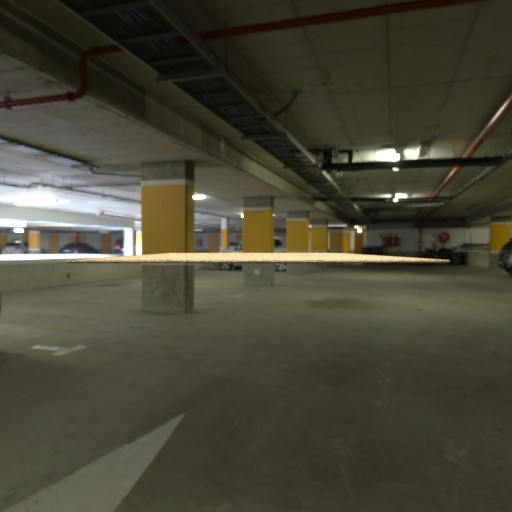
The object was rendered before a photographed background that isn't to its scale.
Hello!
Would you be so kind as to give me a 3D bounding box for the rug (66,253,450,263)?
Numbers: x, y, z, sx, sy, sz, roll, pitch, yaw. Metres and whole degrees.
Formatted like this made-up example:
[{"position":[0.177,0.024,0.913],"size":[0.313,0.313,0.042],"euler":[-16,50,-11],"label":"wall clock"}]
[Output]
[{"position":[0.000,0.000,2.915],"size":[1.547,0.013,2.283],"euler":[0,1,-1],"label":"rug"}]
